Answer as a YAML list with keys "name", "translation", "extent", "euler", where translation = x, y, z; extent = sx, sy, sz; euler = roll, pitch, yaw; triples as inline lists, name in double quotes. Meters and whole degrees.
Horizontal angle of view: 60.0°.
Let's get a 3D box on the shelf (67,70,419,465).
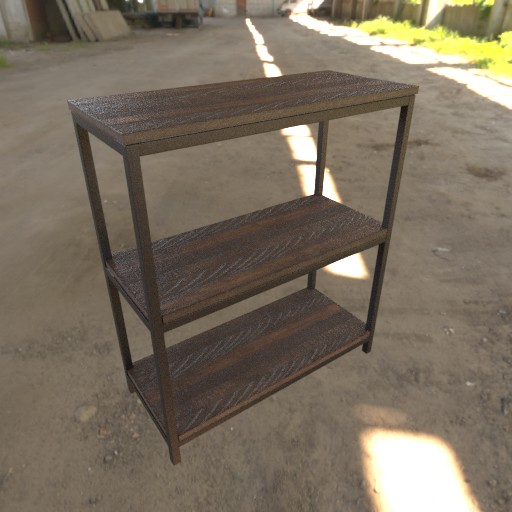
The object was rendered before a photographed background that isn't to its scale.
- name: "shelf"
  translation: [0.000, 0.000, 1.348]
  extent: [0.822, 0.947, 0.352]
  euler: [-20, 36, -30]
